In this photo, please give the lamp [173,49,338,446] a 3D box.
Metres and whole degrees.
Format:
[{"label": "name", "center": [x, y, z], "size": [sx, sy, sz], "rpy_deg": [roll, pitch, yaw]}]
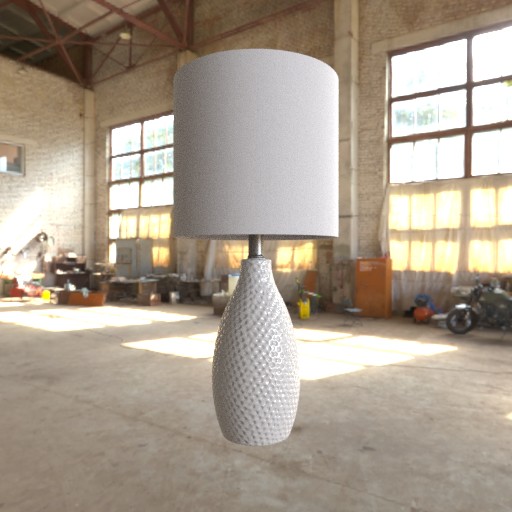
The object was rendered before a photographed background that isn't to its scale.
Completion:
[{"label": "lamp", "center": [0.000, 0.000, 0.587], "size": [0.214, 0.466, 0.214], "rpy_deg": [0, 0, -35]}]
